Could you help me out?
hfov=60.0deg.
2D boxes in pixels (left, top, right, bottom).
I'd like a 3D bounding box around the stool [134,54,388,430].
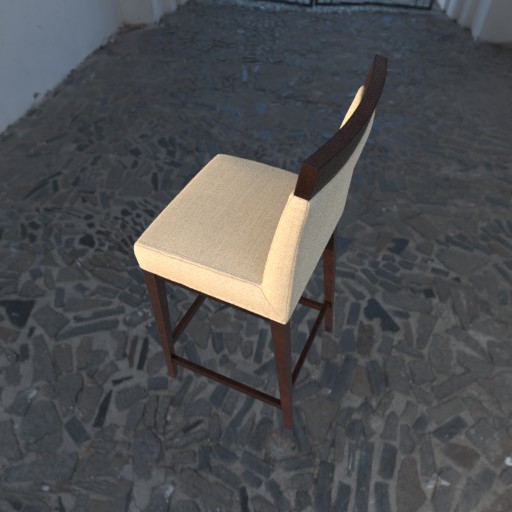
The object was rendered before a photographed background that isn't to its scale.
[{"bbox_3d":[0.000,0.000,1.379,0.531,1.117,0.511,18,49,17],"label":"stool"}]
